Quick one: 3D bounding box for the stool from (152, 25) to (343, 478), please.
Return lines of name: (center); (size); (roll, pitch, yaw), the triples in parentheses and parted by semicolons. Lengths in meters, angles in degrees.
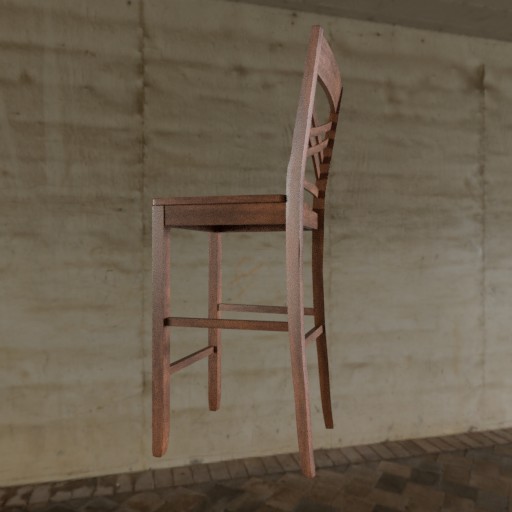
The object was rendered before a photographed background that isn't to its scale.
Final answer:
stool: (0.000, 0.000, 1.329); (0.487, 1.105, 0.433); (0, 0, 18)
